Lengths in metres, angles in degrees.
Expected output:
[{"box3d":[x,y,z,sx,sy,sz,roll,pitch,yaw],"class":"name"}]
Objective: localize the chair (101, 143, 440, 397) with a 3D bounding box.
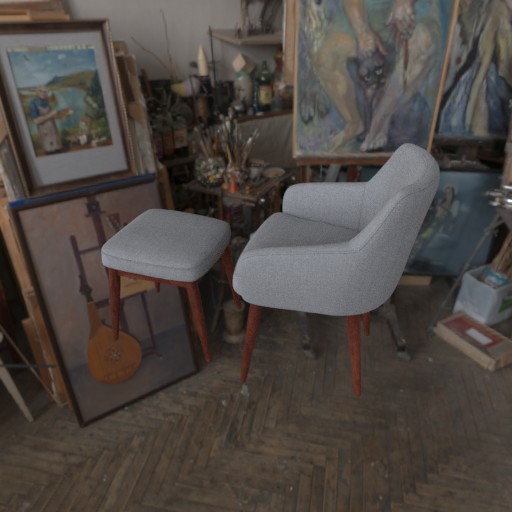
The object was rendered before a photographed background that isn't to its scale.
[{"box3d":[0.000,0.000,1.606,1.107,0.799,0.584,9,32,15],"class":"chair"}]
